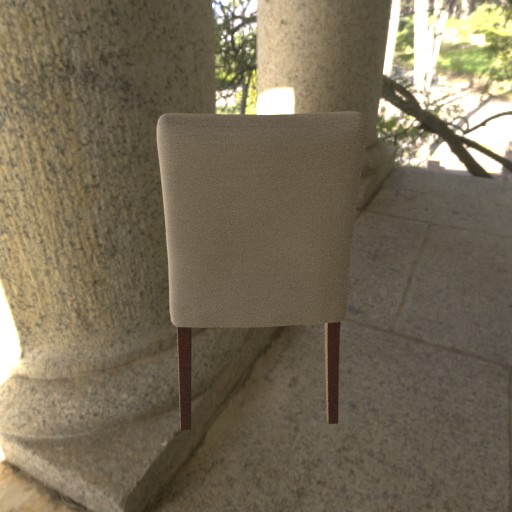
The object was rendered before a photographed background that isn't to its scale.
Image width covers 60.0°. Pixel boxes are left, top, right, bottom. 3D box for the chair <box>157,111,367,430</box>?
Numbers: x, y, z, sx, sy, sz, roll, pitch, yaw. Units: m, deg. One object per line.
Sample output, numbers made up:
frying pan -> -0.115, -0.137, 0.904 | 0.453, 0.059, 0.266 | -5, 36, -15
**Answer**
chair -> 0.000, 0.000, 1.325 | 0.515, 0.940, 0.638 | -1, 29, -3
